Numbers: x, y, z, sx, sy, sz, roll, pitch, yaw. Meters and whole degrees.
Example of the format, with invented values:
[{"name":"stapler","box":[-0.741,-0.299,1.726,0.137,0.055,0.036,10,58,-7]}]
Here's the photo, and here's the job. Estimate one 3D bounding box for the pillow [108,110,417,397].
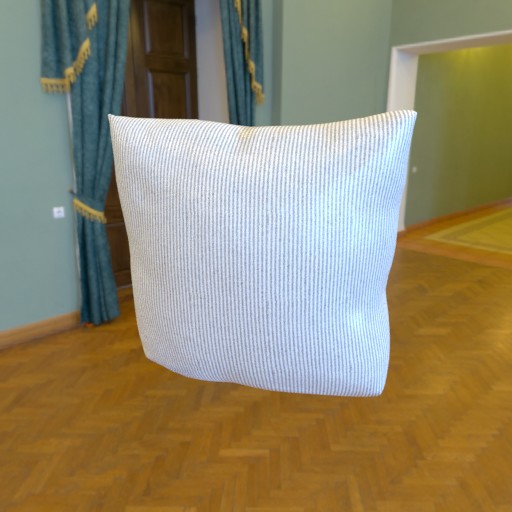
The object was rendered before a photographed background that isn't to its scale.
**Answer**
[{"name":"pillow","box":[0.000,0.000,0.697,0.310,0.432,0.387,-15,22,-42]}]
